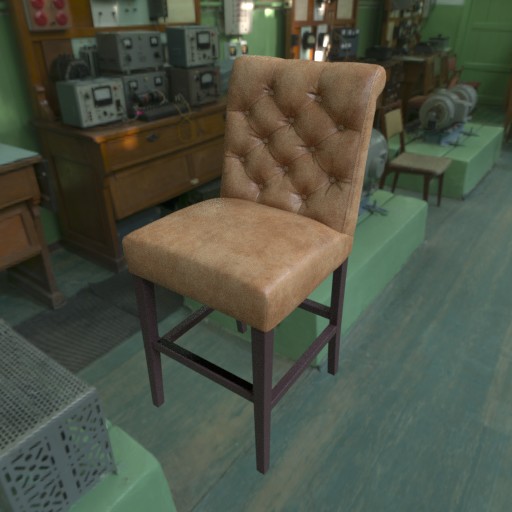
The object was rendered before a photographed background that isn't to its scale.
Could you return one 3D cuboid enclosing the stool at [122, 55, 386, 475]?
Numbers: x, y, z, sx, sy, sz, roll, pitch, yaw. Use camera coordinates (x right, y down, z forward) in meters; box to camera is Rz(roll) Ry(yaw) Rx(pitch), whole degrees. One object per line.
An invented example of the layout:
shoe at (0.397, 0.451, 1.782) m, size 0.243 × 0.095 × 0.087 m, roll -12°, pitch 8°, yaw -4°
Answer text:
stool at (0.000, 0.000, 1.333) m, size 0.493 × 1.047 × 0.601 m, roll 19°, pitch 35°, yaw 30°
